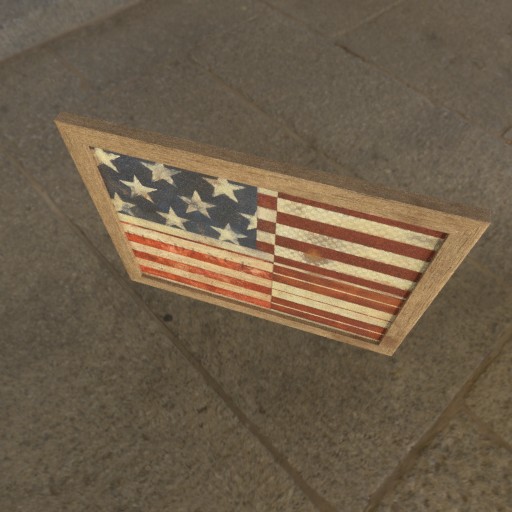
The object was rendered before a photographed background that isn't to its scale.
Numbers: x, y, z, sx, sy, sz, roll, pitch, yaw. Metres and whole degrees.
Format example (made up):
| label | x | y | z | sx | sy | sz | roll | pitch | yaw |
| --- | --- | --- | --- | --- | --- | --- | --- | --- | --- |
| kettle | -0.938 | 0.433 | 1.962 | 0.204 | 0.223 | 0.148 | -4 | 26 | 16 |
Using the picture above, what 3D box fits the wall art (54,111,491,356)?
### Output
| label | x | y | z | sx | sy | sz | roll | pitch | yaw |
| --- | --- | --- | --- | --- | --- | --- | --- | --- | --- |
| wall art | 0.000 | 0.000 | 0.902 | 0.690 | 0.535 | 0.026 | 15 | 59 | 9 |
